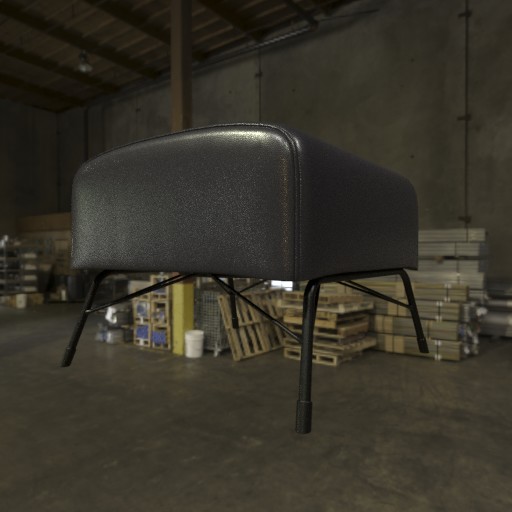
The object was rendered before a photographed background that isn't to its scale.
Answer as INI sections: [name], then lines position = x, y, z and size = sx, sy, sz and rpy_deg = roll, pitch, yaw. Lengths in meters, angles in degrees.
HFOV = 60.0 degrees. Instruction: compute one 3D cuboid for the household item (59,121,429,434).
[household item]
position = 0.000, 0.000, 0.882
size = 0.530, 0.410, 0.530
rpy_deg = 0, 1, 36
